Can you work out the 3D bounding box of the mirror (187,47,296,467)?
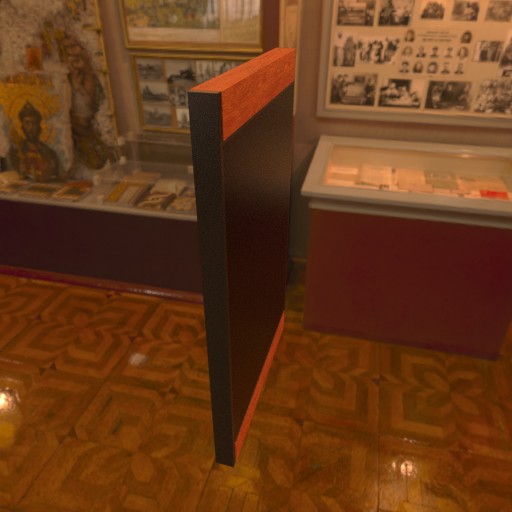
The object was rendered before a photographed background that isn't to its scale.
[{"bbox_3d":[0.000,0.000,1.025,0.047,0.823,0.525,8,32,14],"label":"mirror"}]
